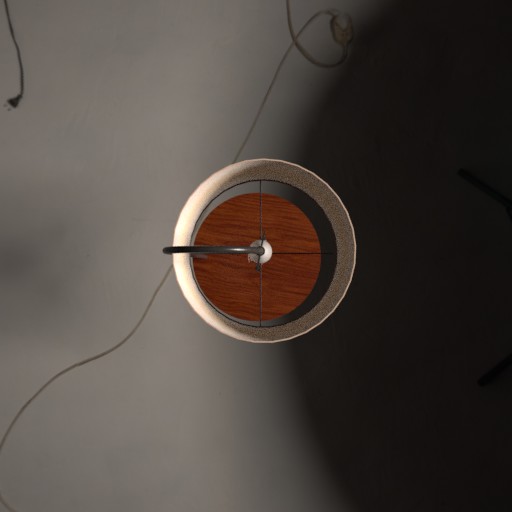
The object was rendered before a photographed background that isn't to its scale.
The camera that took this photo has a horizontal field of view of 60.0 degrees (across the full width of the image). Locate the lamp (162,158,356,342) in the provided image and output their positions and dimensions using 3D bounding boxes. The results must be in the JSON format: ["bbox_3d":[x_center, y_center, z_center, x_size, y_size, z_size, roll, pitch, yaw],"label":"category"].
[{"bbox_3d":[0.000,0.000,1.802,0.573,1.517,0.573,0,89,1],"label":"lamp"}]
